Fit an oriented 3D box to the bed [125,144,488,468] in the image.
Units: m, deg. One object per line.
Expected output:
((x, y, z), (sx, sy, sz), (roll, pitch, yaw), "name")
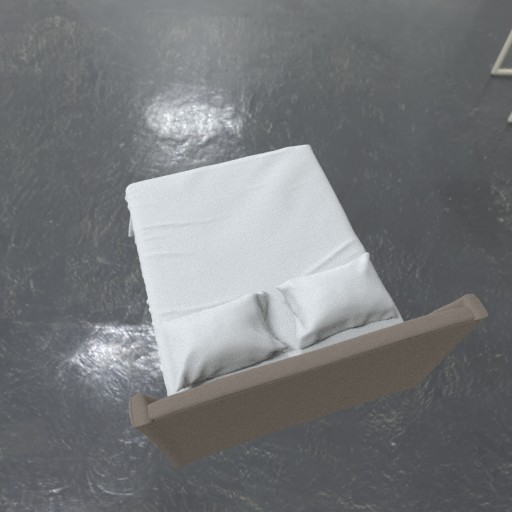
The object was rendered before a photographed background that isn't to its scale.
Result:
((0.000, 0.000, 3.316), (1.925, 1.332, 2.276), (-15, 58, -9), "bed")
